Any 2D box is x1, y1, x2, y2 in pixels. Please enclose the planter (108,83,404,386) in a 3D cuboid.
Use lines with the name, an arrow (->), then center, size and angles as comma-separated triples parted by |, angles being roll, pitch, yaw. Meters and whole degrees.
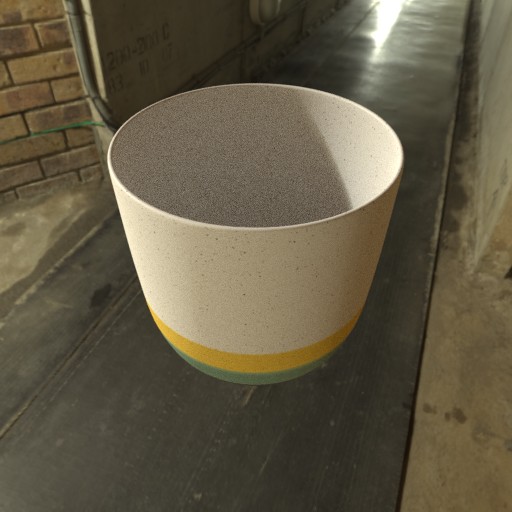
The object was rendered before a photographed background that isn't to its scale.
planter -> 0.000, 0.000, 0.370 | 0.195, 0.214, 0.195 | 0, 42, 0
